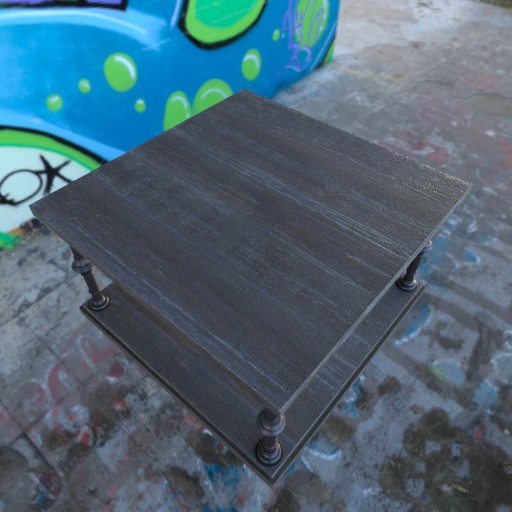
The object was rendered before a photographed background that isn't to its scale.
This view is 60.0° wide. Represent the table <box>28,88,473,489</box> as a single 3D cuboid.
[{"bbox_3d":[0.000,0.000,1.127,0.696,0.400,0.696,32,55,26],"label":"table"}]
